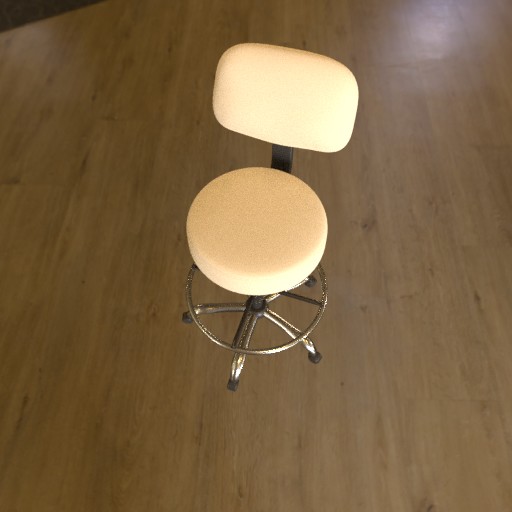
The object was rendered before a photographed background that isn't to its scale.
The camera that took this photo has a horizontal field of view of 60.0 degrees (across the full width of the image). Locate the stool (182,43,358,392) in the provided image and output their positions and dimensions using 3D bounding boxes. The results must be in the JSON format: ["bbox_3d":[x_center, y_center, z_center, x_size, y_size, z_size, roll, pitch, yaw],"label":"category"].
[{"bbox_3d":[0.000,0.000,1.432,0.609,1.080,0.616,16,60,10],"label":"stool"}]
